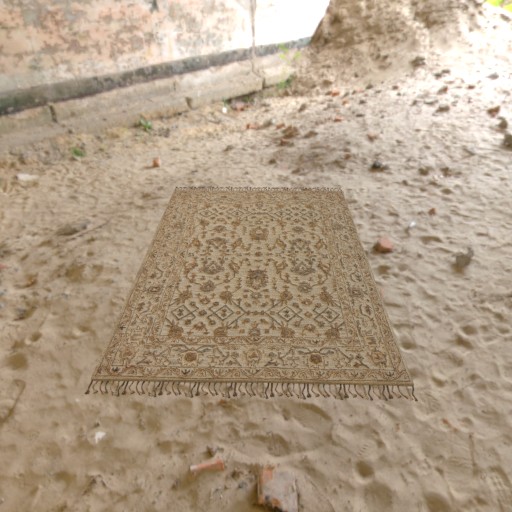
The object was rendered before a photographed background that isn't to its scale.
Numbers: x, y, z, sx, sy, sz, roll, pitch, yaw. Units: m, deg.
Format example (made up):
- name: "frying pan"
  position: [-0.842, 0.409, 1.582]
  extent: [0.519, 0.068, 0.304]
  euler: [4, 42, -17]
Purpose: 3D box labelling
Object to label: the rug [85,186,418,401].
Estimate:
- name: "rug"
  position: [0.000, 0.000, 3.034]
  extent: [1.529, 0.027, 2.434]
  euler: [1, 32, 1]
